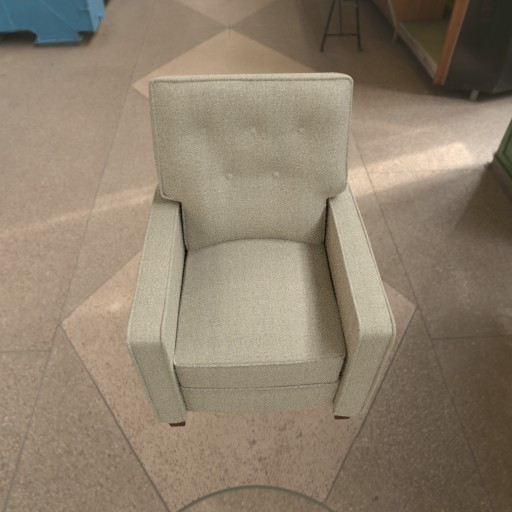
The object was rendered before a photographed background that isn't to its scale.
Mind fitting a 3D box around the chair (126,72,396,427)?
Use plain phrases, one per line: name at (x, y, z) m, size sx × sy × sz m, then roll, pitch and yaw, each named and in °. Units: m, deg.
chair at (0.000, 0.000, 1.362) m, size 0.648 × 0.888 × 0.754 m, roll -2°, pitch 47°, yaw -2°
